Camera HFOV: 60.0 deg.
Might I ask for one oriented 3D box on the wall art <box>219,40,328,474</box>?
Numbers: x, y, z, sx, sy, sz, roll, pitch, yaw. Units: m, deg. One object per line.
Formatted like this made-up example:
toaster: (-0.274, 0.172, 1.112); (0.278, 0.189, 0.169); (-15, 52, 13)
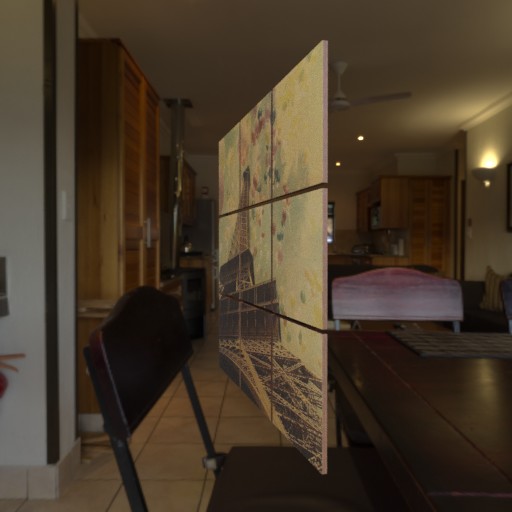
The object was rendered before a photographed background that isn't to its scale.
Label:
wall art: (0.000, 0.000, 1.868); (0.017, 1.246, 1.256); (0, 1, -18)
